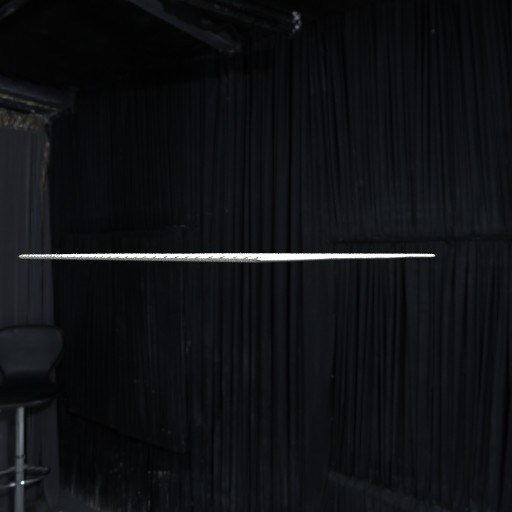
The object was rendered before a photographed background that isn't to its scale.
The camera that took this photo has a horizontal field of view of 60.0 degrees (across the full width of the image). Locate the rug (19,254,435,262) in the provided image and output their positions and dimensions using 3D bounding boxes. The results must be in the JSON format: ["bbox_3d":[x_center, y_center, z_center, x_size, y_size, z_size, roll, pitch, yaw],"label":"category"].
[{"bbox_3d":[0.000,0.000,3.159,1.829,0.028,2.449,0,1,36],"label":"rug"}]
